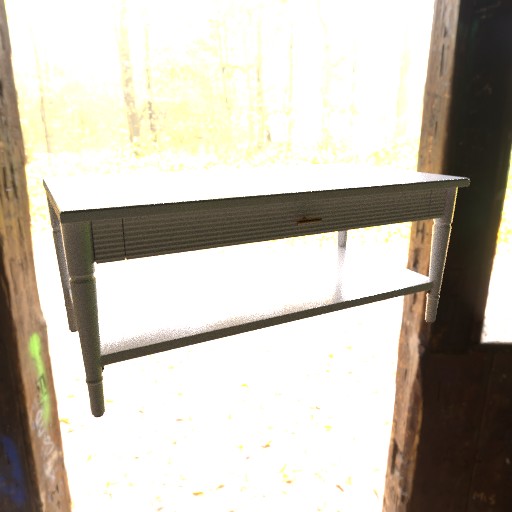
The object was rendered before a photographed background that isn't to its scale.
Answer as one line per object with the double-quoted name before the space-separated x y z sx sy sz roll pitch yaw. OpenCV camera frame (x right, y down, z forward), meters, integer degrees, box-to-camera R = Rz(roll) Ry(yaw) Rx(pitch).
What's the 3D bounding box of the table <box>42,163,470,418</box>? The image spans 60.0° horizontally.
"table" 0.000 0.000 1.311 1.067 0.457 0.559 -9 19 -26
